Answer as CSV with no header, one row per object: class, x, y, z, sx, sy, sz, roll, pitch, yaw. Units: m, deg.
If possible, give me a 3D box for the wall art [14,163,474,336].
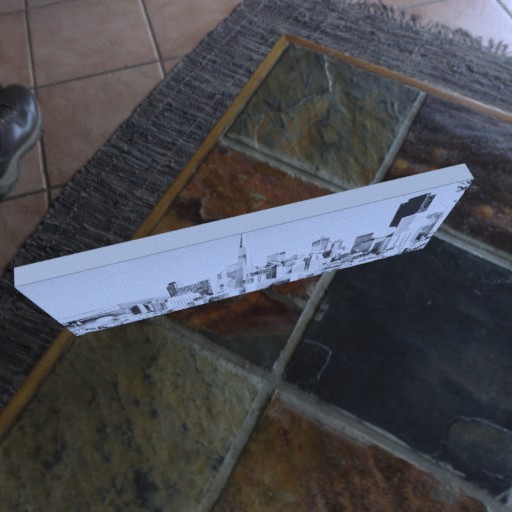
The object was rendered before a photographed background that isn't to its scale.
wall art,0.000,0.000,0.838,0.766,0.256,0.036,-14,64,-7
